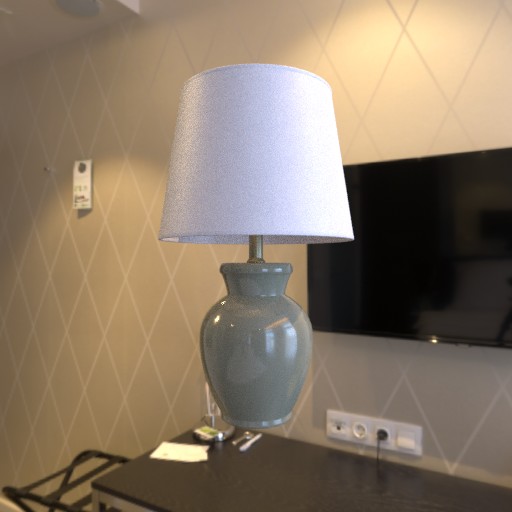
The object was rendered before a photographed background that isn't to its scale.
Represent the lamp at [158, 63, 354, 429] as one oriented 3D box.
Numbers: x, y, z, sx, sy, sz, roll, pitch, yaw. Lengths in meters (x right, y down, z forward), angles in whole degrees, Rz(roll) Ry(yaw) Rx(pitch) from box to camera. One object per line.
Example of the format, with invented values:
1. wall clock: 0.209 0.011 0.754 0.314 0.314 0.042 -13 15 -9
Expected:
1. lamp: 0.000 0.000 0.554 0.239 0.399 0.239 0 -1 0
